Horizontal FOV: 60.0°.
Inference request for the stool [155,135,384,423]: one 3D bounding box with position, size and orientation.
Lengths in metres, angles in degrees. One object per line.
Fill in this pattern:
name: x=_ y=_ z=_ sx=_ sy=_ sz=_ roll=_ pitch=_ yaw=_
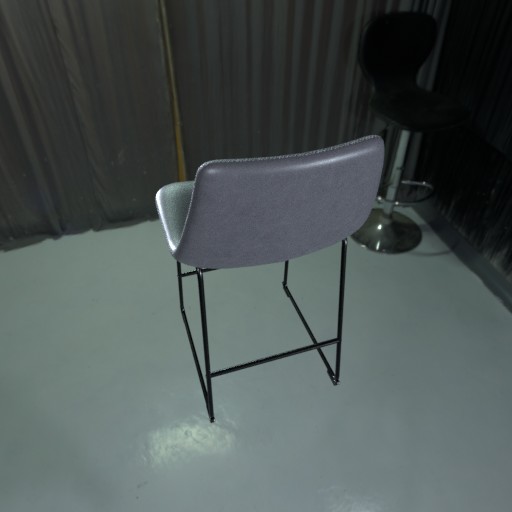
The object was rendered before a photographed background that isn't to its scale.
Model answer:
stool: x=0.000 y=0.000 z=1.212 sx=0.470 sy=0.876 sz=0.546 roll=-12 pitch=43 yaw=-14
